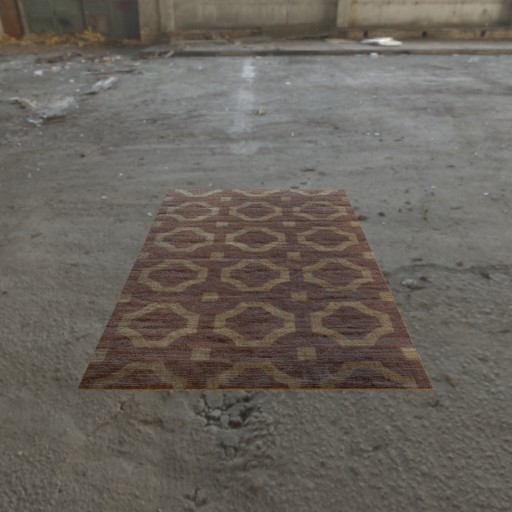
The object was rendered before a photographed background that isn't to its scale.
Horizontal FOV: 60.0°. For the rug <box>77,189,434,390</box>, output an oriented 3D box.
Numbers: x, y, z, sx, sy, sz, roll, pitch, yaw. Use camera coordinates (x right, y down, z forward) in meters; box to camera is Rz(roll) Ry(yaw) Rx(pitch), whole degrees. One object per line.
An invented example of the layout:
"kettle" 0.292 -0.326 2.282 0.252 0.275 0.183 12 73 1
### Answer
"rug" 0.000 0.000 2.908 1.555 0.016 2.286 0 31 0
